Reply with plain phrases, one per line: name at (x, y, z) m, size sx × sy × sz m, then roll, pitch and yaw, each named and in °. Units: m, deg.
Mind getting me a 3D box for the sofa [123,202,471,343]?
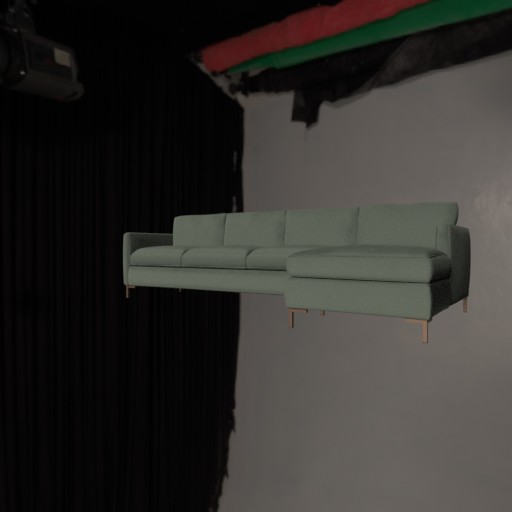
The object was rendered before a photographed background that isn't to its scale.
sofa at (0.000, 0.000, 3.244) m, size 2.725 × 0.756 × 1.255 m, roll 1°, pitch 1°, yaw 34°
